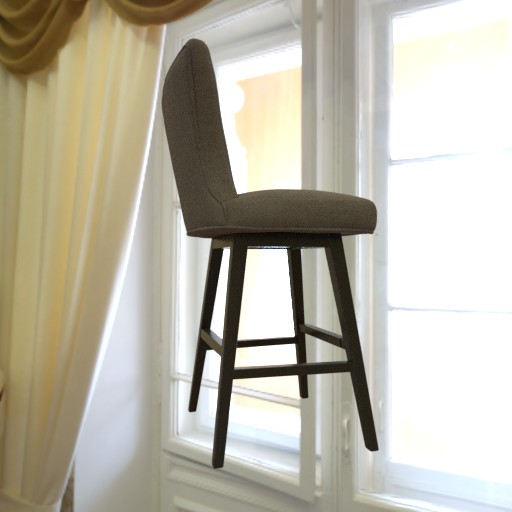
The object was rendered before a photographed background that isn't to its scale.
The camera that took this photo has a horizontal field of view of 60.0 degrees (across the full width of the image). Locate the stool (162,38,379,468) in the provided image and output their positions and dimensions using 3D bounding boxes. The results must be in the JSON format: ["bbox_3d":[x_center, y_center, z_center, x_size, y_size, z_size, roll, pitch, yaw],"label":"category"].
[{"bbox_3d":[0.000,0.000,1.397,0.574,1.086,0.514,0,0,-17],"label":"stool"}]
